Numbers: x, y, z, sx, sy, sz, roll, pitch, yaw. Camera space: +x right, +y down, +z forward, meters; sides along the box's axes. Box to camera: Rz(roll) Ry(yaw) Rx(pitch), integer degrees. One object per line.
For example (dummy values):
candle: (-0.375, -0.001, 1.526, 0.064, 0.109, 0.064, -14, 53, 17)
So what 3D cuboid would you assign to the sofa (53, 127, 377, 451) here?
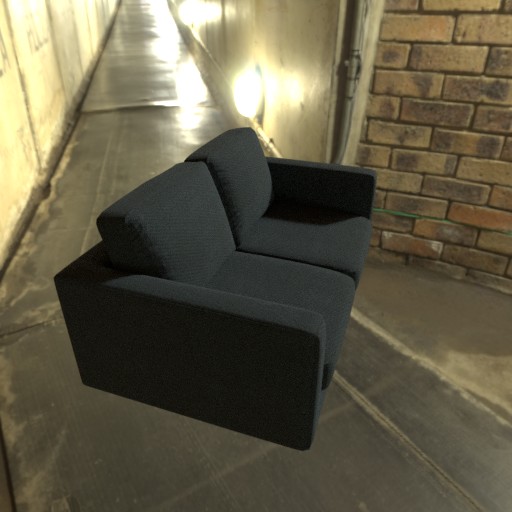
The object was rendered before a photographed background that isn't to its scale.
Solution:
sofa: (0.000, 0.000, 2.162, 0.999, 0.930, 1.518, 10, 32, 17)
